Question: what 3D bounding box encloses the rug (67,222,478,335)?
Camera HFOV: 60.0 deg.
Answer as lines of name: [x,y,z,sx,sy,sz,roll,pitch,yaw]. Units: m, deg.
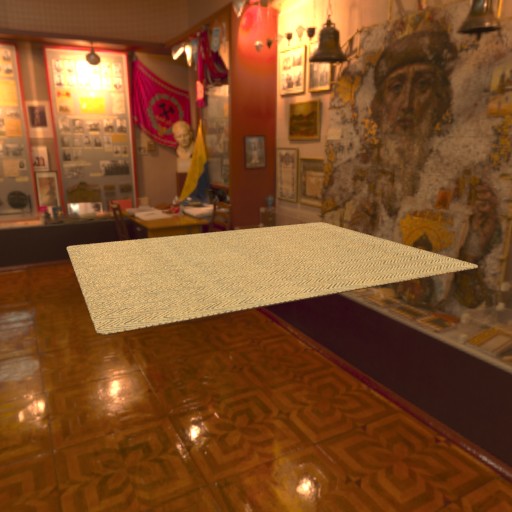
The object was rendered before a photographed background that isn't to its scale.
rug: [0.000,0.000,4.252,3.207,0.014,2.439,-7,16,-26]
